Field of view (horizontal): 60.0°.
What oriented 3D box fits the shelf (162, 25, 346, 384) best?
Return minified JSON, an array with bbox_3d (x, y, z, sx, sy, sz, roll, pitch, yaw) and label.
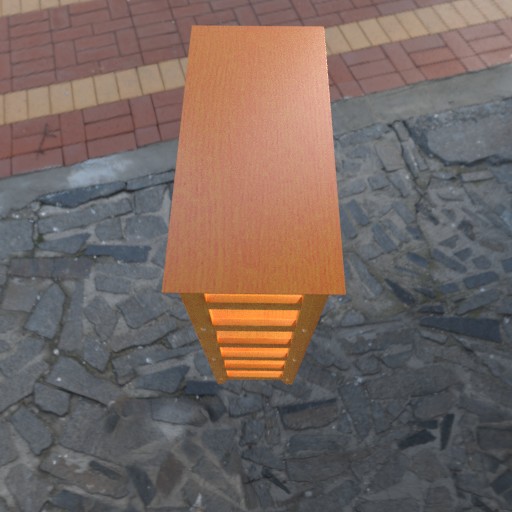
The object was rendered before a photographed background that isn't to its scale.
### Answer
[{"bbox_3d":[0.000,0.000,1.357,0.305,1.067,0.660,1,64,0],"label":"shelf"}]
